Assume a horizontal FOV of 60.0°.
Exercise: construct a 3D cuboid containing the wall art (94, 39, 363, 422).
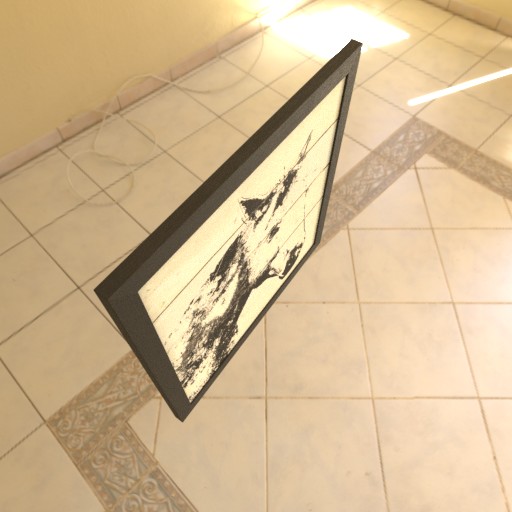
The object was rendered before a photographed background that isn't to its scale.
[{"bbox_3d":[0.000,0.000,1.486,0.038,1.016,1.016,31,62,18],"label":"wall art"}]
